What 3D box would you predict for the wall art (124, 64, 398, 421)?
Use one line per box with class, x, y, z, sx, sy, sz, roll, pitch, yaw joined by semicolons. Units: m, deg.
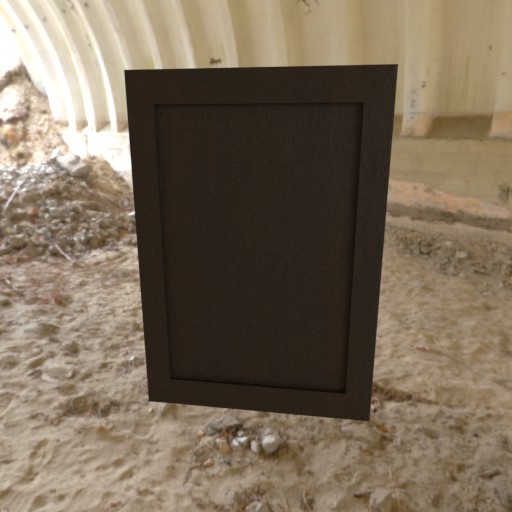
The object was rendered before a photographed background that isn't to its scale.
wall art;0.000;0.000;0.652;0.359;0.513;0.017;2;16;8
